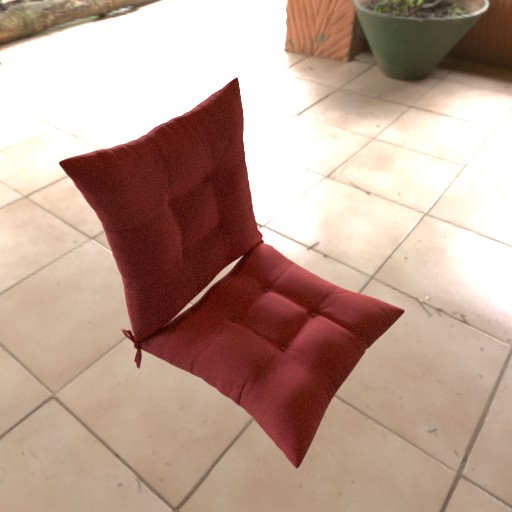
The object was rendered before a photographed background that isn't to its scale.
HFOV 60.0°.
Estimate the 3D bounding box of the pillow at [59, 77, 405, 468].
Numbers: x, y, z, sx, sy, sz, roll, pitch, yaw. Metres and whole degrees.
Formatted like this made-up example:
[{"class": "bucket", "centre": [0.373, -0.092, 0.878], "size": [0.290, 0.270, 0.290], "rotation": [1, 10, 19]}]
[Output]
[{"class": "pillow", "centre": [0.000, 0.000, 0.985], "size": [0.585, 0.536, 0.541], "rotation": [27, 48, 27]}]
